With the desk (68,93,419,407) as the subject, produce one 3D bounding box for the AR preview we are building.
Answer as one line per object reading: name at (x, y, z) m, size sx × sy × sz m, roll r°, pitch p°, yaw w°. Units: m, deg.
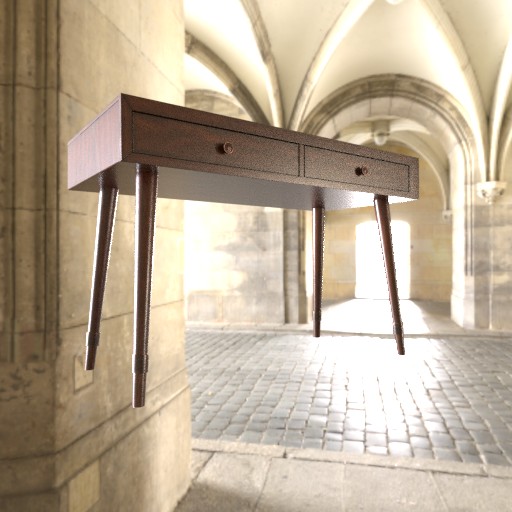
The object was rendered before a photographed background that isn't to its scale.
desk at (0.000, 0.000, 2.164) m, size 1.577 × 1.031 × 0.734 m, roll 0°, pitch -1°, yaw -35°
